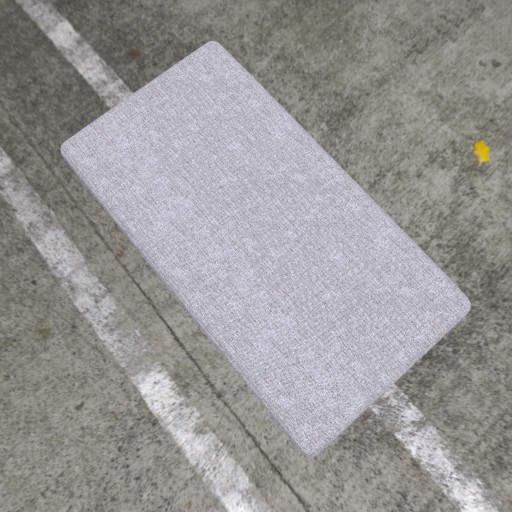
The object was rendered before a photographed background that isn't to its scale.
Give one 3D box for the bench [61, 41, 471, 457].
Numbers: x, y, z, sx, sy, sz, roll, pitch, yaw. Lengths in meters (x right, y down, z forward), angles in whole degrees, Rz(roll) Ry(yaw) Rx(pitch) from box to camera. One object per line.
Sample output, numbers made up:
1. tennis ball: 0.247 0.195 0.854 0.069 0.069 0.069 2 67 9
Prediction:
1. bench: 0.000 0.000 0.965 0.366 0.467 0.681 -39 78 -10
